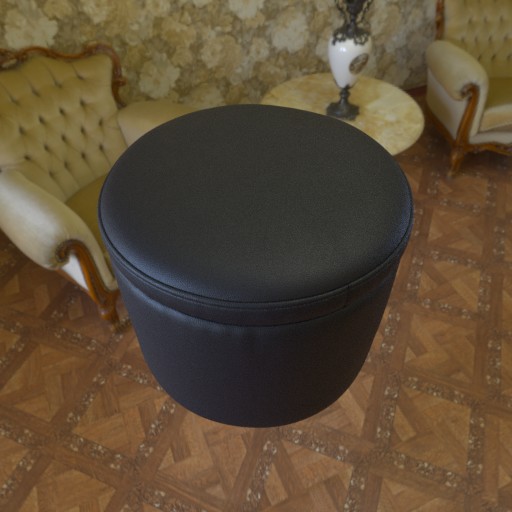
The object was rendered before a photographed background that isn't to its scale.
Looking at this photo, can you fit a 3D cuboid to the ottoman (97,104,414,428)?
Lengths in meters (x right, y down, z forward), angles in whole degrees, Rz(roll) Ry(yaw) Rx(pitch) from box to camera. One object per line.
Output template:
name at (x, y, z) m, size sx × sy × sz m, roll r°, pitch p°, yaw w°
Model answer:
ottoman at (0.000, 0.000, 0.834) m, size 0.501 × 0.409 × 0.501 m, roll 0°, pitch 46°, yaw 0°
